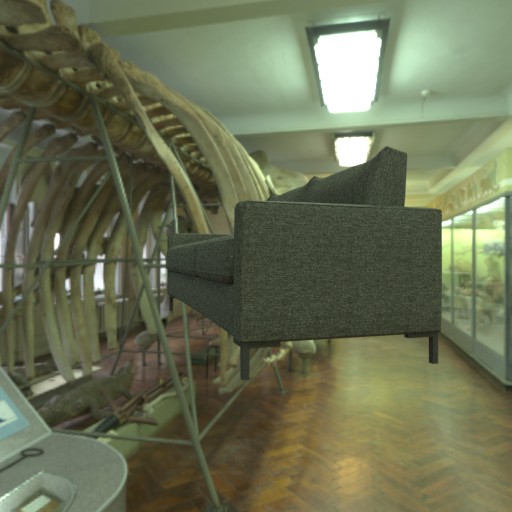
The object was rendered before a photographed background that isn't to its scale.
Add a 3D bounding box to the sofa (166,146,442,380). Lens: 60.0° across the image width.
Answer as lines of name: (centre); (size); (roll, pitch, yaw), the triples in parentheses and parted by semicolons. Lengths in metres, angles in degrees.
sofa: (0.000, 0.000, 2.699); (0.876, 0.879, 2.253); (0, 0, -18)
